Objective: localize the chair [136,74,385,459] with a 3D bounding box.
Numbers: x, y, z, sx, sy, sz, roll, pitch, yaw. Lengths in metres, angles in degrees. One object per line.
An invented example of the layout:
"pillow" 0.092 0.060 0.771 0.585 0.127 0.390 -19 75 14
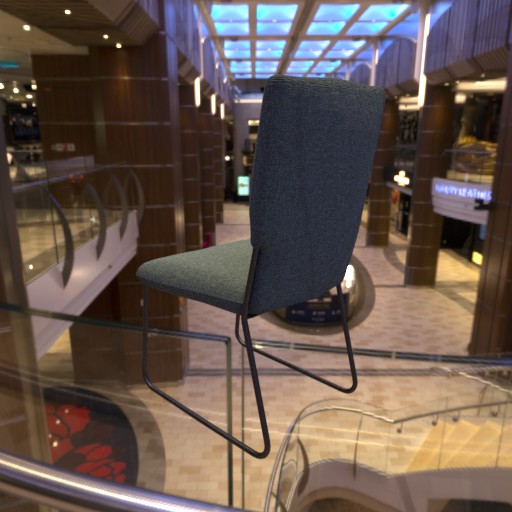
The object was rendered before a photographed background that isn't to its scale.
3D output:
"chair" 0.000 0.000 1.308 0.635 0.931 0.480 14 21 42
